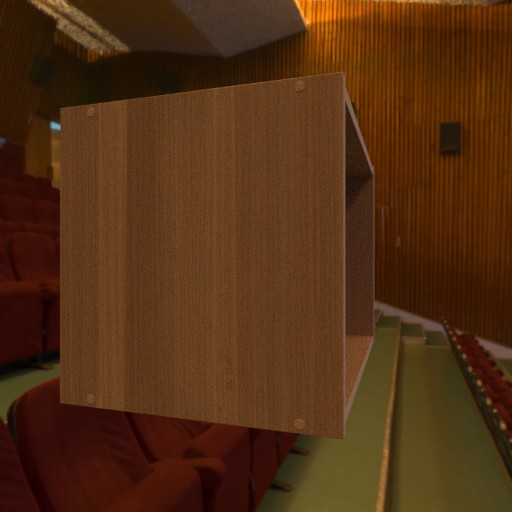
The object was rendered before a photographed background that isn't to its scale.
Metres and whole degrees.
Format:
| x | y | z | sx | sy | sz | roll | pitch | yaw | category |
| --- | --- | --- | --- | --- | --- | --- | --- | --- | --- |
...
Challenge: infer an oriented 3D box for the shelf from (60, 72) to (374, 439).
| x | y | z | sx | sy | sz | roll | pitch | yaw | category |
| --- | --- | --- | --- | --- | --- | --- | --- | --- | --- |
| 0.000 | 0.000 | 0.610 | 0.290 | 0.305 | 0.415 | 0 | 0 | 18 | shelf |
